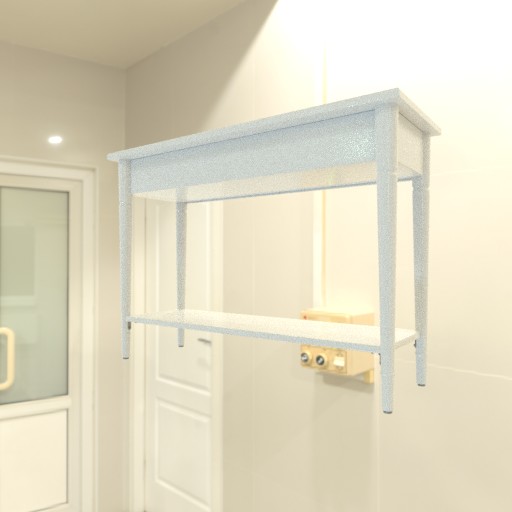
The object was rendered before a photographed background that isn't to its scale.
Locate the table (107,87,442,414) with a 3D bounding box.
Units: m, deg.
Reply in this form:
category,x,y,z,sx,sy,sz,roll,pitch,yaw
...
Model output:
category,x,y,z,sx,sy,sz,roll,pitch,yaw
table,0.000,0.000,1.454,1.067,0.749,0.381,0,-1,36
